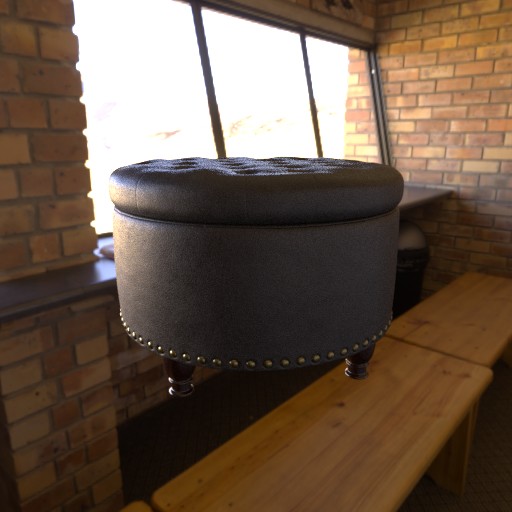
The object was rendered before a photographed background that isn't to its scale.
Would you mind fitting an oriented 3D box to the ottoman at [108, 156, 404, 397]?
[{"bbox_3d":[0.000,0.000,1.046,0.637,0.442,0.637,0,15,0],"label":"ottoman"}]
